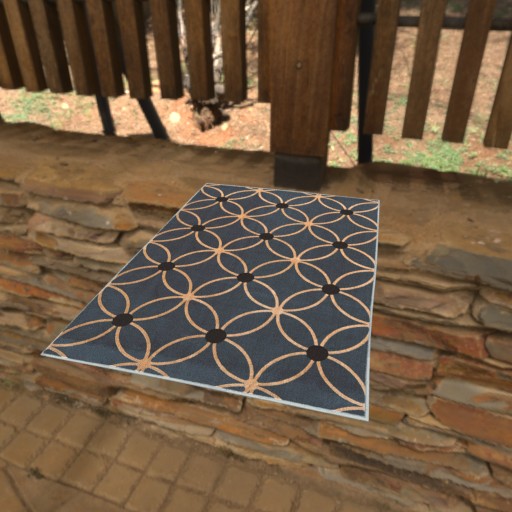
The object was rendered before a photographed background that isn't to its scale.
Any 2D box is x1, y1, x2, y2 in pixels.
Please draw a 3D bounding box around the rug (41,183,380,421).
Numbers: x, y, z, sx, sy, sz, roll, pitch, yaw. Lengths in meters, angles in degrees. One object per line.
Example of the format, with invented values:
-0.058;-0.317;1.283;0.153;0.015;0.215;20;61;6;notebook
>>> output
0.000;0.000;2.874;1.522;0.008;2.284;7;31;12;rug
